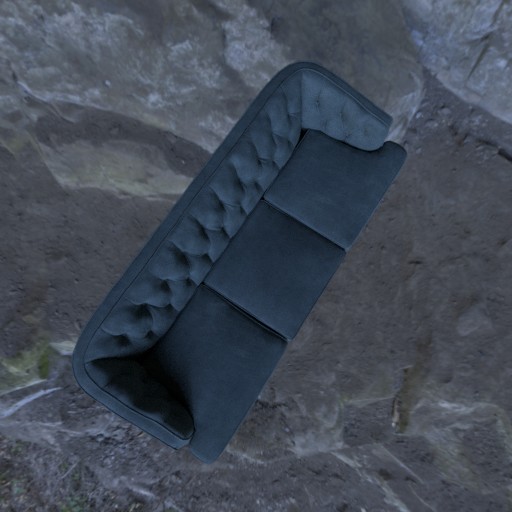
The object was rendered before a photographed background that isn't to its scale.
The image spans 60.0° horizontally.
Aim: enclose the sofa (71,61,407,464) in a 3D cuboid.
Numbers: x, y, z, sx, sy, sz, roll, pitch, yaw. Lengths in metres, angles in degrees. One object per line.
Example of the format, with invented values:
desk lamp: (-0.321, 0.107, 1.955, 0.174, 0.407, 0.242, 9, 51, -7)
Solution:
sofa: (0.000, 0.000, 2.736, 0.941, 0.855, 2.278, 33, 77, 8)
